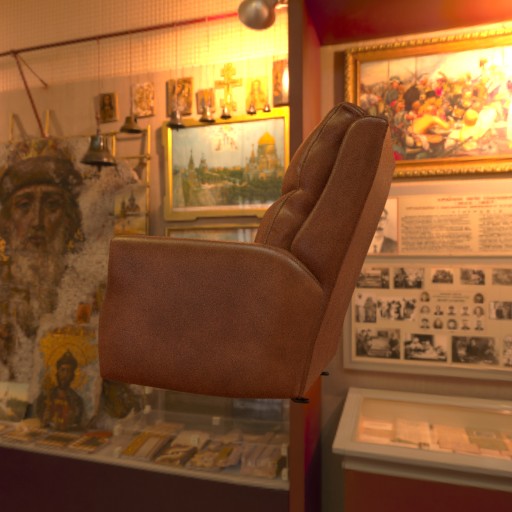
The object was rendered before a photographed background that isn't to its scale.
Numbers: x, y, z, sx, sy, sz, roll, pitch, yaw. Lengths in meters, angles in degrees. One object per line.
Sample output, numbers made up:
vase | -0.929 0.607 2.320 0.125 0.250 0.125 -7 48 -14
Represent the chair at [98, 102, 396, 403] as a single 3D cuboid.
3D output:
chair | 0.000 0.000 1.807 1.072 1.016 0.821 0 0 19
